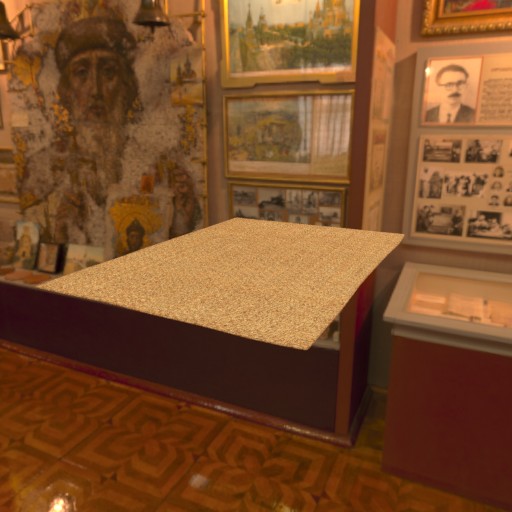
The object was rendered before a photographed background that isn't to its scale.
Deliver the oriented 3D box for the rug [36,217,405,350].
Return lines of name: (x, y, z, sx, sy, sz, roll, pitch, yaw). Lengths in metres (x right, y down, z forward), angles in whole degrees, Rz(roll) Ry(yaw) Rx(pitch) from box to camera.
rug: (0.000, 0.000, 2.916, 1.566, 0.013, 2.141, 8, 18, 26)
